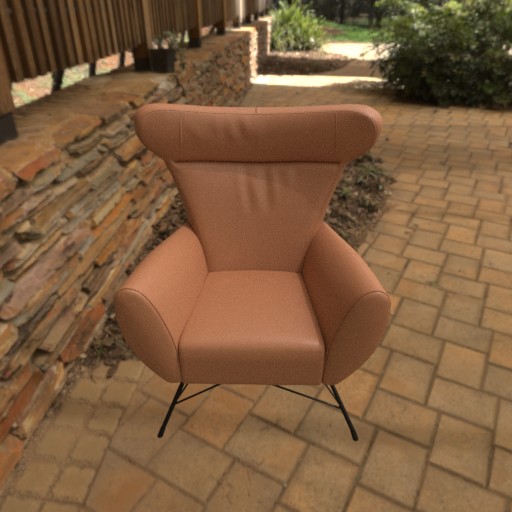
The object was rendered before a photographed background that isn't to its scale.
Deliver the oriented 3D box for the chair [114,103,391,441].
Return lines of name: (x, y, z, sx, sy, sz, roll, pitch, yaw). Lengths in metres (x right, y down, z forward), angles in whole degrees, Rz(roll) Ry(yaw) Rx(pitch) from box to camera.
chair: (0.000, 0.000, 1.759, 0.980, 1.050, 0.900, 1, 31, 1)
